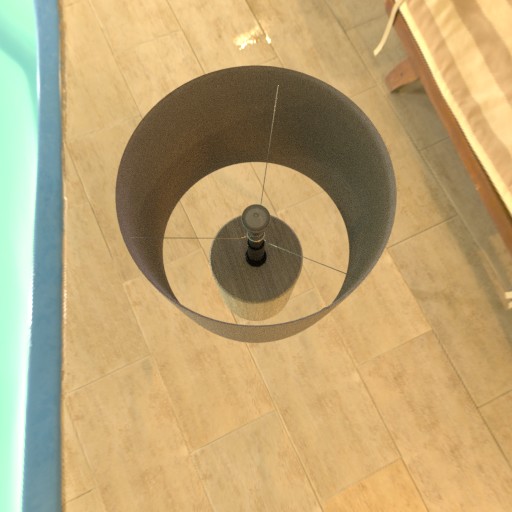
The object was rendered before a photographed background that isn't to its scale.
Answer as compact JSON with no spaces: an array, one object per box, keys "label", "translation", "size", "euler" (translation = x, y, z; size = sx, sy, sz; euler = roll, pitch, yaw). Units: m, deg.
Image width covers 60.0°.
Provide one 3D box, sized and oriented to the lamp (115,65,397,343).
[{"label":"lamp","translation":[0.000,0.000,0.571],"size":[0.228,0.444,0.228],"euler":[-19,76,-5]}]
